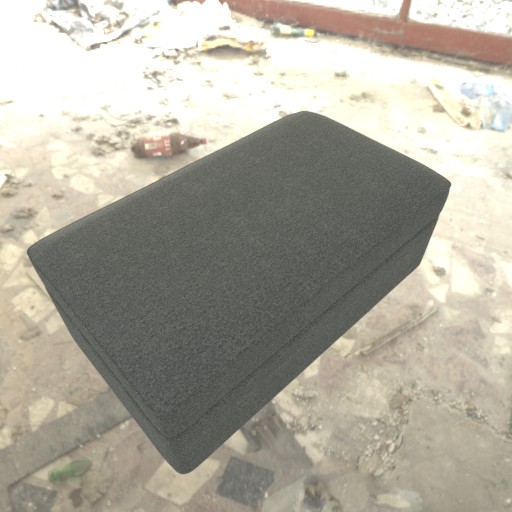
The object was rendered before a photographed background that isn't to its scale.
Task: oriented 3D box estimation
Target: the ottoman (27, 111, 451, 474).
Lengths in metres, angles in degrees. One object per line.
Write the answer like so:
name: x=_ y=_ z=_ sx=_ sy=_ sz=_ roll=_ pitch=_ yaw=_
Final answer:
ottoman: x=0.000 y=0.000 z=1.484 sx=1.173 sy=0.494 sz=0.681 roll=-34 pitch=56 yaw=-28
